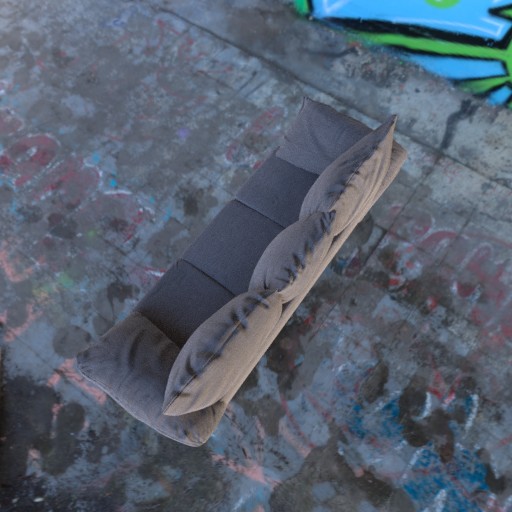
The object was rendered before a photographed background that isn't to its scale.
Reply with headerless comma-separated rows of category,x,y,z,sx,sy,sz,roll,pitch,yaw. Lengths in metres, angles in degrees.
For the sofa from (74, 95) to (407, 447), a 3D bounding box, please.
sofa,0.000,0.000,2.888,0.927,1.043,2.390,33,69,15
